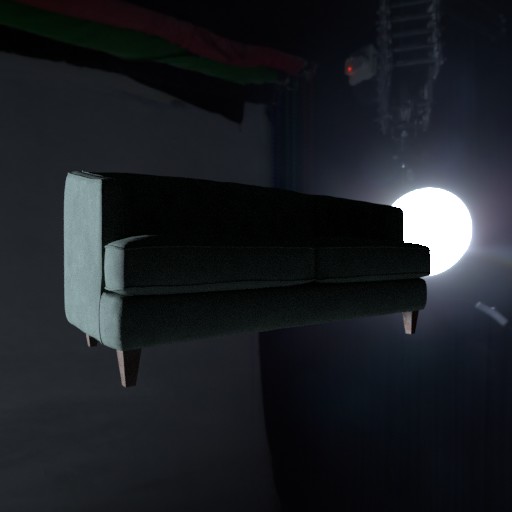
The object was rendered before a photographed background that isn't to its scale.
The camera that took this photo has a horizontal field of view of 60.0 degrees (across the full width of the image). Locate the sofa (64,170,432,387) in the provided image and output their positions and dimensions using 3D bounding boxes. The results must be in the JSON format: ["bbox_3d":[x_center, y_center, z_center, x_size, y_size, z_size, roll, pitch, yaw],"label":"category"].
[{"bbox_3d":[0.000,0.000,2.242,1.733,0.855,0.941,-1,1,-36],"label":"sofa"}]
